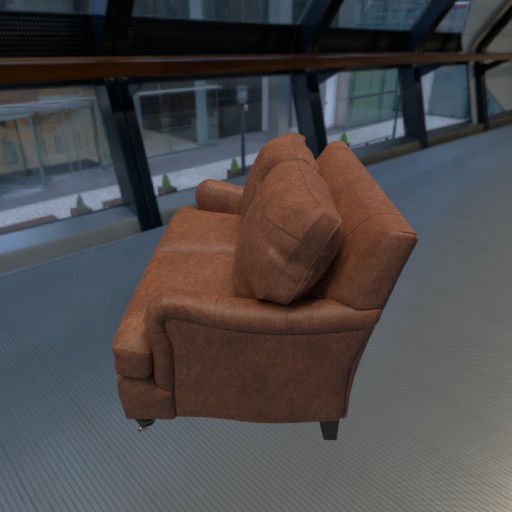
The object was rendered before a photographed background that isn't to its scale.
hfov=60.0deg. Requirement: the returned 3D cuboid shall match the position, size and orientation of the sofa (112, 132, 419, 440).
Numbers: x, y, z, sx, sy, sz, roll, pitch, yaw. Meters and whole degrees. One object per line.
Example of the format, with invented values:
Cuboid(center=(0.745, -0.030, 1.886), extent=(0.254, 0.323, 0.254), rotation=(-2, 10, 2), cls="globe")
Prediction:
Cuboid(center=(0.000, 0.000, 2.237), extent=(1.077, 1.004, 1.527), rotation=(0, 26, 1), cls="sofa")
